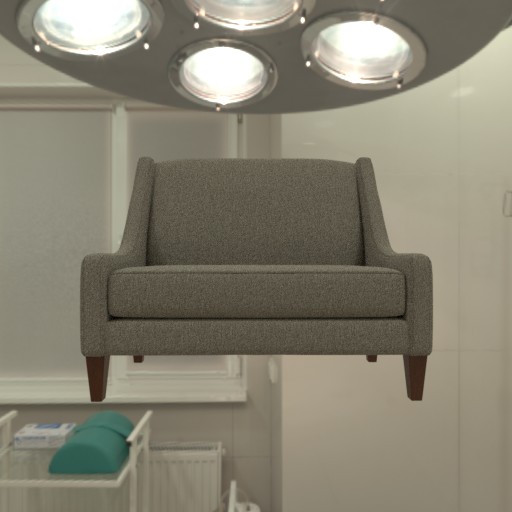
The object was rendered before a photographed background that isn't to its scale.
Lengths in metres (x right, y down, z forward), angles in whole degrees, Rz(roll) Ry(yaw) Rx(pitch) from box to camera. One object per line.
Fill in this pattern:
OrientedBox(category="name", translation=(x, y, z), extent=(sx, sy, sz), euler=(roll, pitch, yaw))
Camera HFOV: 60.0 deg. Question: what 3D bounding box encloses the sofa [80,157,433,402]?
OrientedBox(category="sofa", translation=(0.000, 0.000, 1.944), extent=(1.242, 1.026, 0.862), euler=(0, 0, -1))
